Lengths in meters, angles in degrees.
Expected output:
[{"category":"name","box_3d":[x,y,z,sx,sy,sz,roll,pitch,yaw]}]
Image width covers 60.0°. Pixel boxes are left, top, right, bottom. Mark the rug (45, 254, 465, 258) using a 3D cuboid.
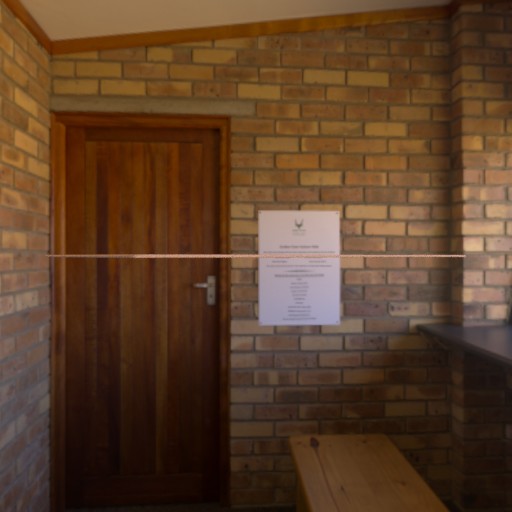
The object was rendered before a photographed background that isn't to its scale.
[{"category":"rug","box_3d":[0.000,0.000,2.752,2.134,0.013,1.524,0,0,-36]}]
